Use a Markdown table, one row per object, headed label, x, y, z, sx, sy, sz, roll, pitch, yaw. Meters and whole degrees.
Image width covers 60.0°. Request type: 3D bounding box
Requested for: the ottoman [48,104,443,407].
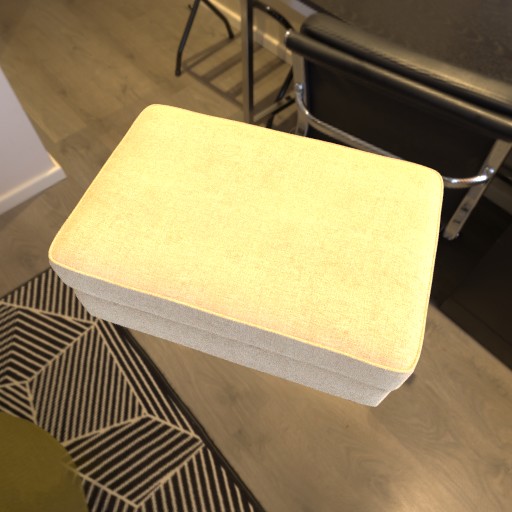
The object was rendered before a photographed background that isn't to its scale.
| label | x | y | z | sx | sy | sz | roll | pitch | yaw |
| --- | --- | --- | --- | --- | --- | --- | --- | --- | --- |
| ottoman | 0.000 | 0.000 | 1.250 | 0.862 | 0.484 | 0.583 | 16 | 60 | 9 |
